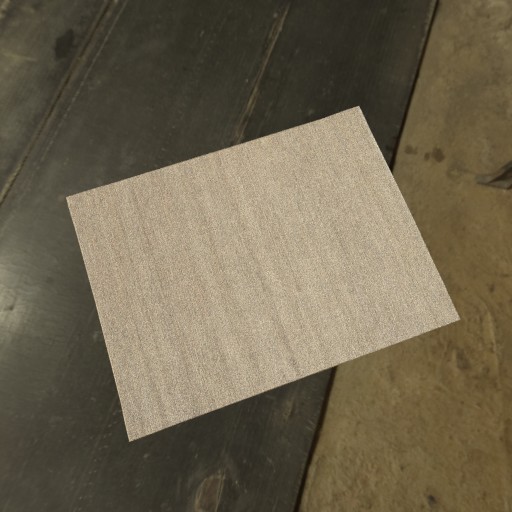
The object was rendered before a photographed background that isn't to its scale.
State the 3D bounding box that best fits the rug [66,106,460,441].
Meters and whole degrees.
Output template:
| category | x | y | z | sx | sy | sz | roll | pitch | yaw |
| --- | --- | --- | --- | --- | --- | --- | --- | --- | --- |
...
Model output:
| category | x | y | z | sx | sy | sz | roll | pitch | yaw |
| --- | --- | --- | --- | --- | --- | --- | --- | --- | --- |
| rug | 0.000 | 0.000 | 4.854 | 3.626 | 0.051 | 2.757 | -19 | 75 | -5 |
